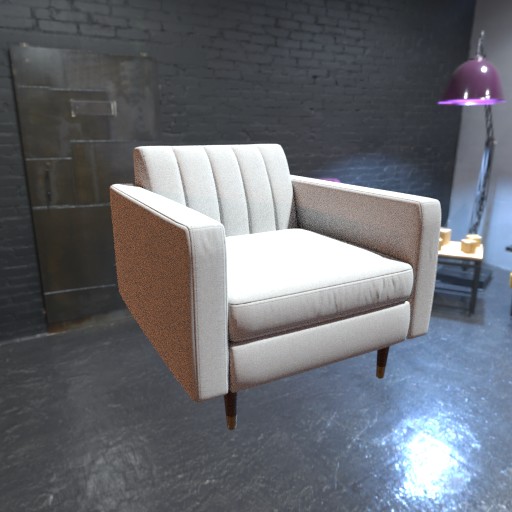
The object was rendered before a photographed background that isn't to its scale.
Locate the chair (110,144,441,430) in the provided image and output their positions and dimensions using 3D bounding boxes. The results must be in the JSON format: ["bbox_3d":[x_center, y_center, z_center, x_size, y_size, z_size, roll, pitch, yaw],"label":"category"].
[{"bbox_3d":[0.000,0.000,1.740,0.953,0.819,0.998,-9,18,-27],"label":"chair"}]
